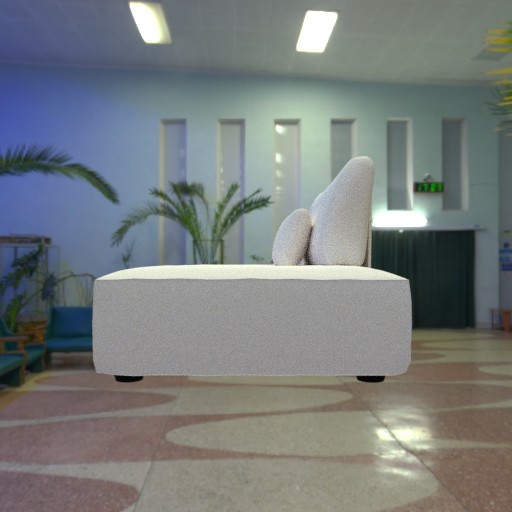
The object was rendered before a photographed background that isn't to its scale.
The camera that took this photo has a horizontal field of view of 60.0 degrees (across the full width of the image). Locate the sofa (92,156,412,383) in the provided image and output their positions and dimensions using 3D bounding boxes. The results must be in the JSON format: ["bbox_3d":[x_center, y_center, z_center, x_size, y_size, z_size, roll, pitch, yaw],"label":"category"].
[{"bbox_3d":[0.000,0.000,2.086,1.000,0.820,1.450,0,-1,0],"label":"sofa"}]
